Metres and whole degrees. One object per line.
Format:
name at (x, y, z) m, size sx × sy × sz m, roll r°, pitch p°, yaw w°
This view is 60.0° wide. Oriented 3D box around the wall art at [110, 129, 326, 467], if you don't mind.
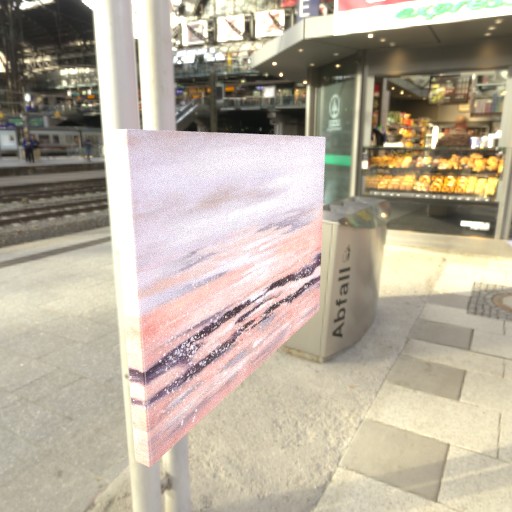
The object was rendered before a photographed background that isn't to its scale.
wall art at (0.000, 0.000, 1.152) m, size 0.038 × 0.609 × 0.913 m, roll 7°, pitch 16°, yaw 27°
